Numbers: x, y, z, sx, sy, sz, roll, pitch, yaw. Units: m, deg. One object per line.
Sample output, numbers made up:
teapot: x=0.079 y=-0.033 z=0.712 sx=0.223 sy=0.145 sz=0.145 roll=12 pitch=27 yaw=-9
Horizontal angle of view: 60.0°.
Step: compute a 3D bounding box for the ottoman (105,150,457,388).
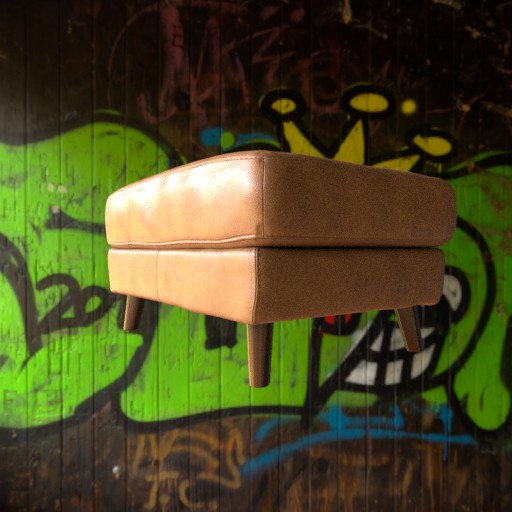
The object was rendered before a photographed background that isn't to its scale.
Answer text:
ottoman: x=0.000 y=0.000 z=1.225 sx=0.630 sy=0.461 sz=0.869 roll=-1 pitch=1 yaw=-36
